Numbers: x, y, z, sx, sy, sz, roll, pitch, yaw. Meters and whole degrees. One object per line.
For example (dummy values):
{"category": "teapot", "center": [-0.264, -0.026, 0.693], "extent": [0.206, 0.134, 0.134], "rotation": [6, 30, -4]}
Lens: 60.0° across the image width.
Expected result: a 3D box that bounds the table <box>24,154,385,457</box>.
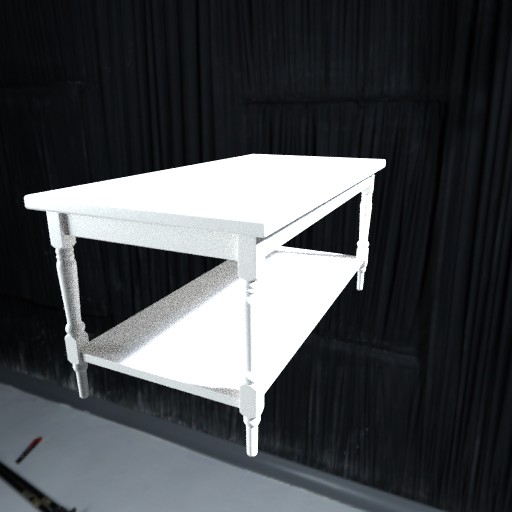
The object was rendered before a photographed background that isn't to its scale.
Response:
{"category": "table", "center": [0.000, 0.000, 1.365], "extent": [0.550, 0.510, 1.107], "rotation": [8, 19, 24]}
